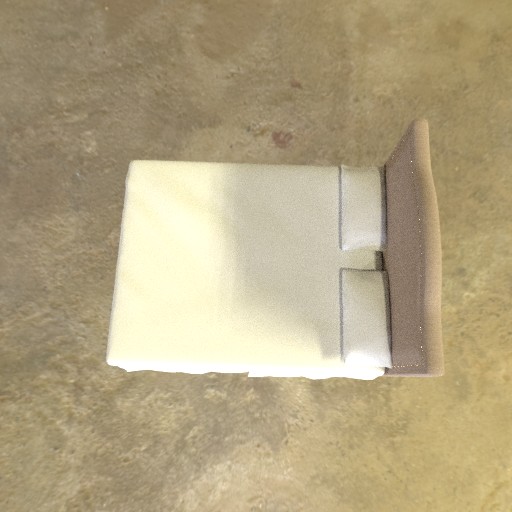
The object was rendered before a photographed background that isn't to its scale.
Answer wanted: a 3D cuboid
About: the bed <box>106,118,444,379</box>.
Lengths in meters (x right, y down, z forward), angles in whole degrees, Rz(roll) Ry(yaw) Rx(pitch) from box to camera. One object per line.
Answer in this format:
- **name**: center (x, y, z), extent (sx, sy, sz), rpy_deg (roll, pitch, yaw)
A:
- **bed**: center (0.000, 0.000, 3.426), extent (2.282, 1.436, 1.821), rpy_deg (2, 75, 1)
